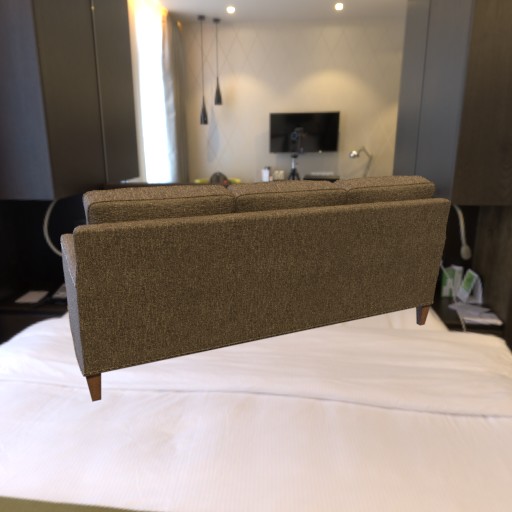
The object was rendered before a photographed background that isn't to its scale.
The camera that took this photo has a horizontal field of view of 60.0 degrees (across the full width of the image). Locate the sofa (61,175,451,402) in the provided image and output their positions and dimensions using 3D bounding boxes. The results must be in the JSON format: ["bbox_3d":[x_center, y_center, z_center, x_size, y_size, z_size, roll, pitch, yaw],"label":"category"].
[{"bbox_3d":[0.000,0.000,2.819,2.246,1.003,1.084,-7,16,-24],"label":"sofa"}]
